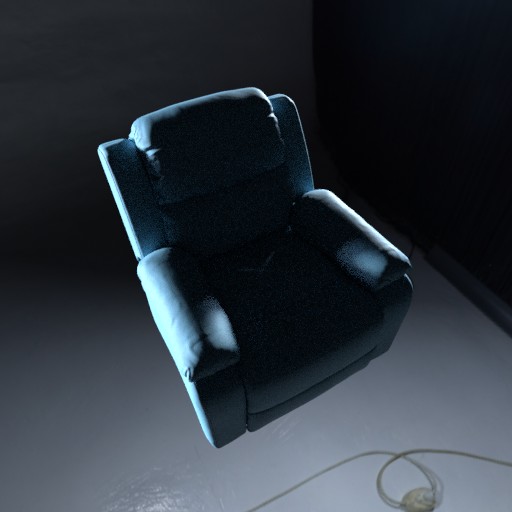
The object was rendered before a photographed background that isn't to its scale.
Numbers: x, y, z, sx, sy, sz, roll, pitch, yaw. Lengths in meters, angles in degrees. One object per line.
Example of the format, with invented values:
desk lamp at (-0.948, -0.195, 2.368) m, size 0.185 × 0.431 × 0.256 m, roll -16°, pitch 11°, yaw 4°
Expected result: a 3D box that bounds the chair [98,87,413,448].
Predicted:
chair at (0.000, 0.000, 1.279) m, size 0.680 × 0.702 × 0.709 m, roll -23°, pitch 51°, yaw -20°
